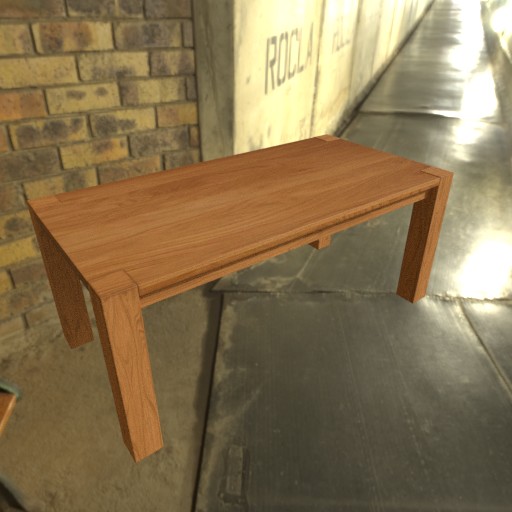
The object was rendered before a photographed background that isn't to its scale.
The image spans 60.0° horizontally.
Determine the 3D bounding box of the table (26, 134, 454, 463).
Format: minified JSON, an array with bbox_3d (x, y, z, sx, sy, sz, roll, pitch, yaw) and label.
[{"bbox_3d":[0.000,0.000,2.253,1.800,0.760,0.900,-21,36,-31],"label":"table"}]
